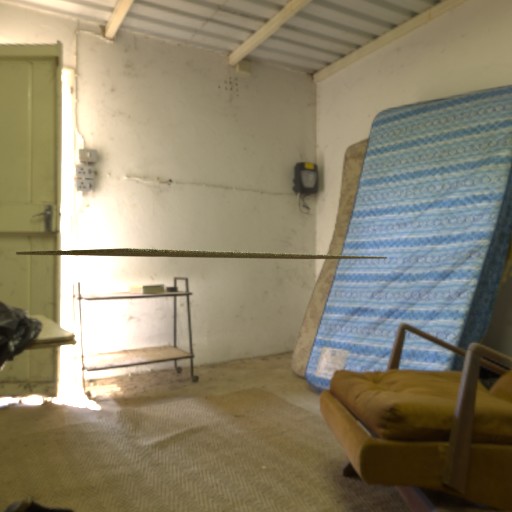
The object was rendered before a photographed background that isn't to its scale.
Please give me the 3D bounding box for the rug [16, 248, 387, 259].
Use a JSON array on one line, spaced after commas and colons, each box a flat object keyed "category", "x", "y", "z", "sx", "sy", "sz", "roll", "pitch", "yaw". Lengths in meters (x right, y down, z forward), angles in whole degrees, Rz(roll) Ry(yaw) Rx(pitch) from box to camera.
[{"category": "rug", "x": 0.000, "y": 0.000, "z": 2.476, "sx": 0.700, "sy": 0.014, "sz": 2.290, "roll": -1, "pitch": -1, "yaw": 36}]
